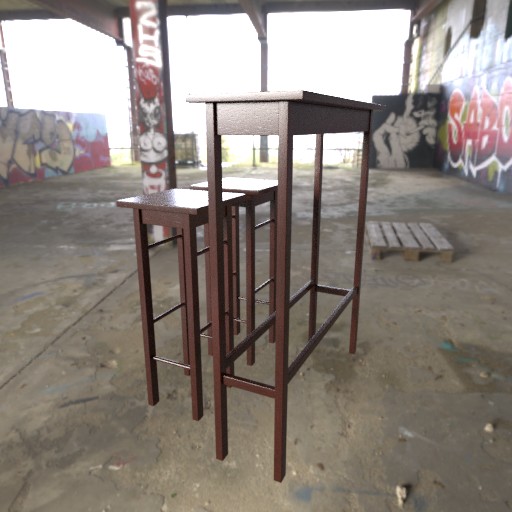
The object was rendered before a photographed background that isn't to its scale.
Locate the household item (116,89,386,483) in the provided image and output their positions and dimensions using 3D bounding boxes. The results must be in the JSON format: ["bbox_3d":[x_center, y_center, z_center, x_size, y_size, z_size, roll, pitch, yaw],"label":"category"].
[{"bbox_3d":[0.000,0.000,1.628,0.676,1.067,0.914,8,18,25],"label":"household item"}]
